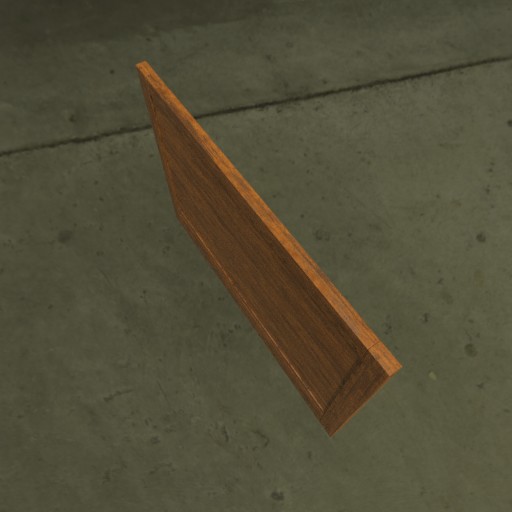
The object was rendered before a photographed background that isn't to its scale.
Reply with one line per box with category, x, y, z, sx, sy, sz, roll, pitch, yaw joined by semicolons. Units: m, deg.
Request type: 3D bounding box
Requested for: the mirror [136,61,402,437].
mirror;0.000;0.000;0.983;0.084;0.537;0.758;-30;64;-16
